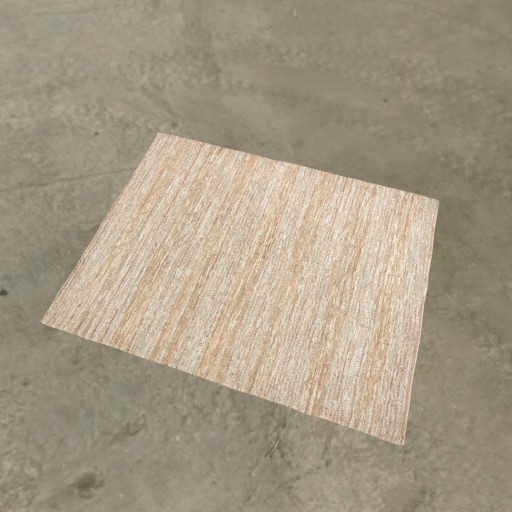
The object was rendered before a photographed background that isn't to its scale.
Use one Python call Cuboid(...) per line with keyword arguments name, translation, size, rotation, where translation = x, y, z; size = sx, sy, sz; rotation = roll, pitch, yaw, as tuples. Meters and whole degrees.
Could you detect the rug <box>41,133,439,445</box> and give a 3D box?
Cuboid(name="rug", translation=(0.000, 0.000, 3.898), size=(2.939, 0.009, 2.313), rotation=(16, 60, 9))
